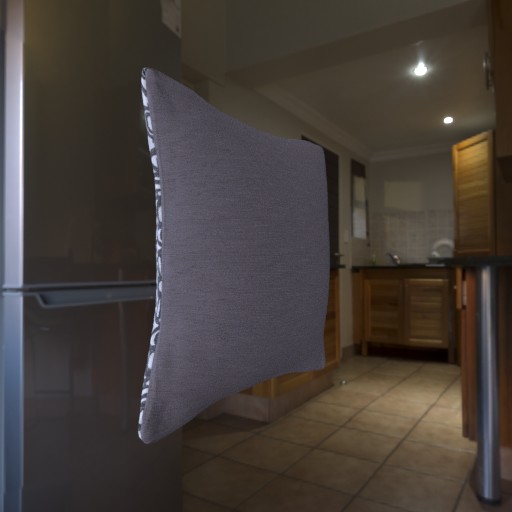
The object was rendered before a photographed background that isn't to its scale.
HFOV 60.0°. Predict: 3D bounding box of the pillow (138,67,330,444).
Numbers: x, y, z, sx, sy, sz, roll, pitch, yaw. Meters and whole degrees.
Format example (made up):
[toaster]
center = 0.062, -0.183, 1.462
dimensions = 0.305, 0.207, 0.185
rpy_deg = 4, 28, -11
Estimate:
[pillow]
center = 0.000, 0.000, 0.659
dimensions = 0.148, 0.417, 0.436
rpy_deg = -1, -1, 35
